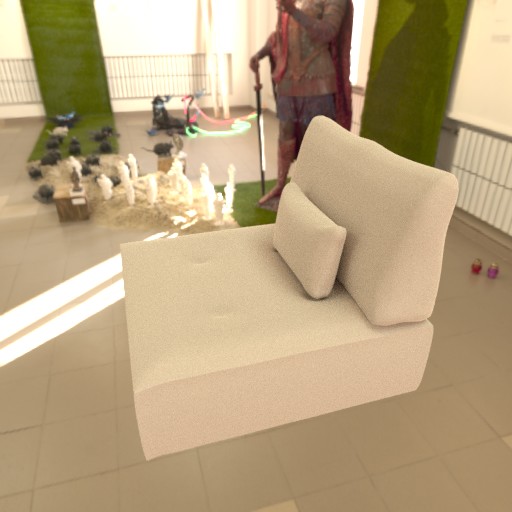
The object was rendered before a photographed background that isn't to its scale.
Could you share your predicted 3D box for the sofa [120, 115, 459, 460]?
[{"bbox_3d":[0.000,0.000,1.681,1.000,0.828,0.935,-9,30,-15],"label":"sofa"}]
